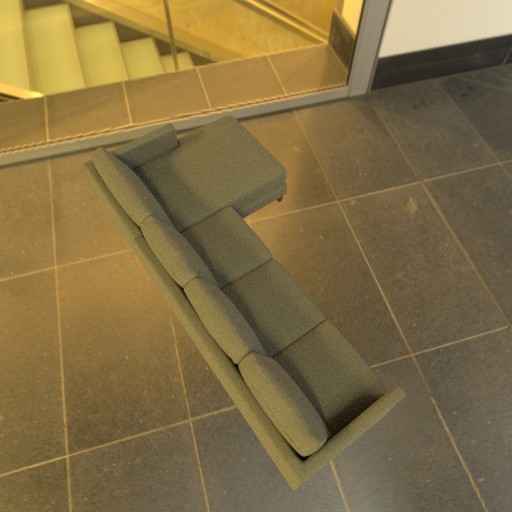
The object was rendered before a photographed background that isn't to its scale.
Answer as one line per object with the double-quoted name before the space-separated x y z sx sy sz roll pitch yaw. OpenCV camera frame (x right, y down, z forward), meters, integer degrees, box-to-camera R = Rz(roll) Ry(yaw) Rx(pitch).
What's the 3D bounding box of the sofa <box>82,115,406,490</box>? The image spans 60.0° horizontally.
"sofa" 0.000 0.000 3.788 1.625 0.861 3.186 -32 64 -17
